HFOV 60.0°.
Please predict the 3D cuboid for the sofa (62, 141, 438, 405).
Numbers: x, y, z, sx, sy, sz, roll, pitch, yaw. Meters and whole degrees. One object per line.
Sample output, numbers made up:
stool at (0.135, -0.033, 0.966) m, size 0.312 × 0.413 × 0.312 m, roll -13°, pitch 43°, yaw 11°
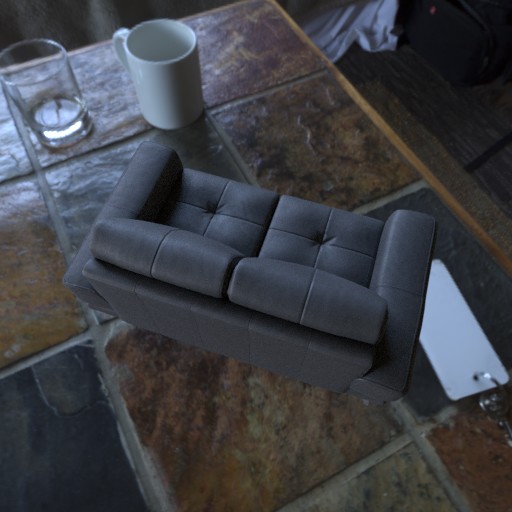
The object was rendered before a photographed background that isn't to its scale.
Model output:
sofa at (0.000, 0.000, 2.400) m, size 1.806 × 0.907 × 1.018 m, roll 16°, pitch 63°, yaw 9°
